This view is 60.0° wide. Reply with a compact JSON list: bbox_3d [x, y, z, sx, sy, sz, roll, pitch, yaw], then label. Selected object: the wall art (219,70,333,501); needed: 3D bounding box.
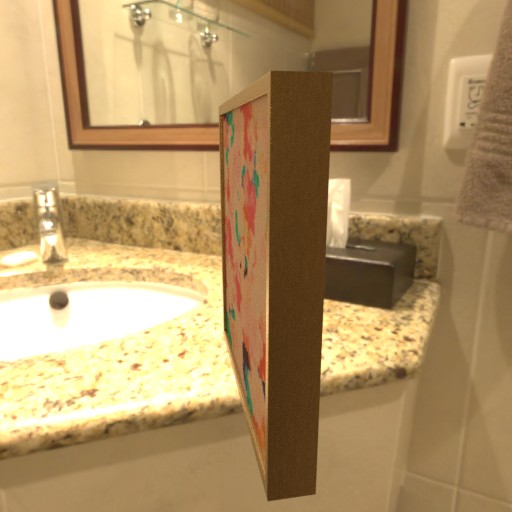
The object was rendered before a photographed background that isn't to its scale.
[{"bbox_3d":[0.000,0.000,0.445,0.038,0.305,0.304,-3,15,-10],"label":"wall art"}]
